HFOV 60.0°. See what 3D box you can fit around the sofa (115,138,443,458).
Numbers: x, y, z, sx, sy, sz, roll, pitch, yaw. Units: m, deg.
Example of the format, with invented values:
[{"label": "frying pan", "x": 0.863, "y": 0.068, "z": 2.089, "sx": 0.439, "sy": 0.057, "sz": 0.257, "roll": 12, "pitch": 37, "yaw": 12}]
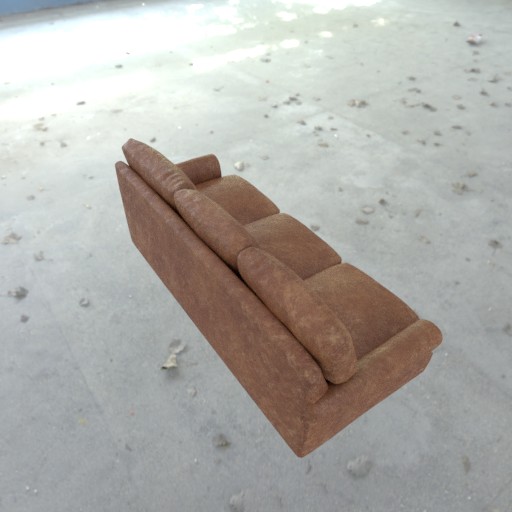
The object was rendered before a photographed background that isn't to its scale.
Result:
[{"label": "sofa", "x": 0.000, "y": 0.000, "z": 2.874, "sx": 0.973, "sy": 0.977, "sz": 2.351, "roll": -24, "pitch": 46, "yaw": -26}]
